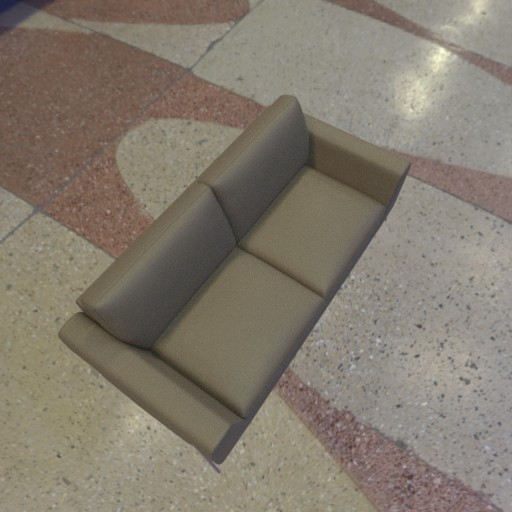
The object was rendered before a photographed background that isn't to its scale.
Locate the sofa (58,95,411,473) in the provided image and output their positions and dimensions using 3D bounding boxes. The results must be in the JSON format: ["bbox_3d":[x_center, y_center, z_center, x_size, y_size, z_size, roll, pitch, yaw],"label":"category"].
[{"bbox_3d":[0.000,0.000,2.548,0.953,0.875,2.017,31,63,17],"label":"sofa"}]
